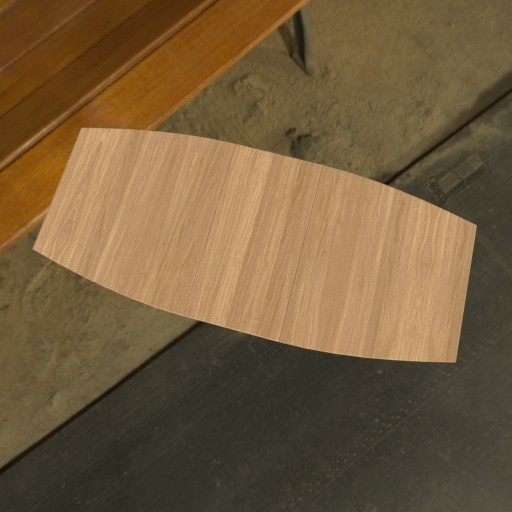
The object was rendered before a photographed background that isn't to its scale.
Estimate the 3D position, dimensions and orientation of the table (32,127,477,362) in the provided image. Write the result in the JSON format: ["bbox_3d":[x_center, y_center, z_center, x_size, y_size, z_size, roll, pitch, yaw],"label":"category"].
[{"bbox_3d":[0.000,0.000,2.493,2.032,0.750,0.900,15,76,4],"label":"table"}]
